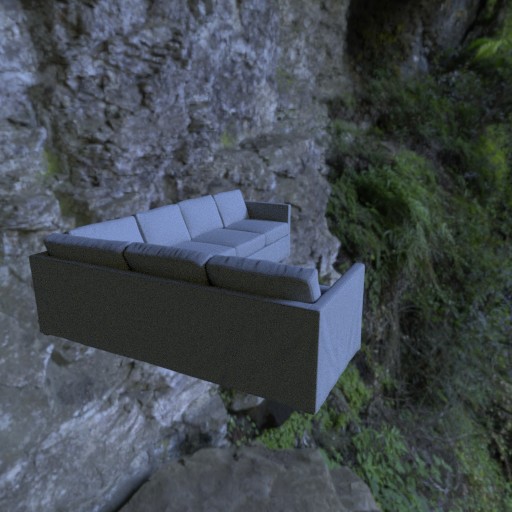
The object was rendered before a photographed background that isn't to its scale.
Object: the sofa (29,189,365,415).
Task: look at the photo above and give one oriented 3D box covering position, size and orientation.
[{"bbox_3d":[0.000,0.000,4.373,2.432,0.871,3.182,8,18,26],"label":"sofa"}]
